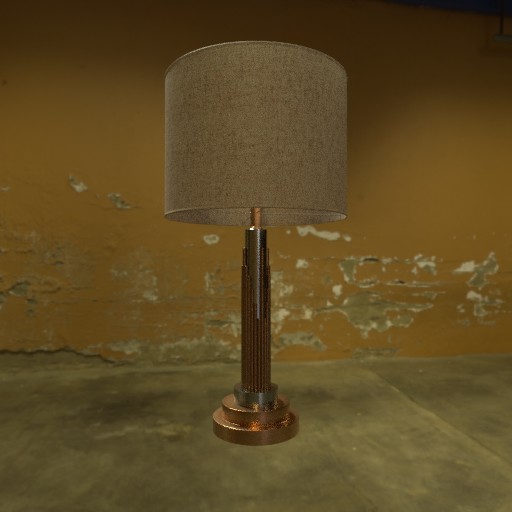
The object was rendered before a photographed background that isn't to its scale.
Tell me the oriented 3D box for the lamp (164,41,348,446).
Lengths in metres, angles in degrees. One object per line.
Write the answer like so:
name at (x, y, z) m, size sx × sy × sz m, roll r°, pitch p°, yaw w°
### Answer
lamp at (0.000, 0.000, 0.790) m, size 0.321 × 0.610 × 0.321 m, roll -1°, pitch -1°, yaw 37°
